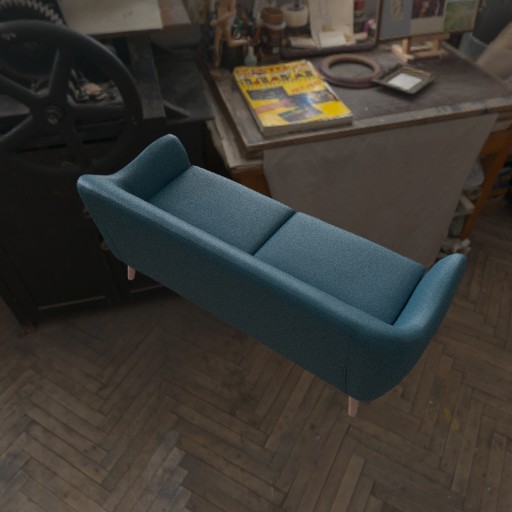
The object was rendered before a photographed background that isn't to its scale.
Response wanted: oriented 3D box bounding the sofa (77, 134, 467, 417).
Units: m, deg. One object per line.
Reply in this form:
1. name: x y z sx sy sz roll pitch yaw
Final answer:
1. sofa: 0.000 0.000 2.277 1.840 0.836 0.820 27 52 23
